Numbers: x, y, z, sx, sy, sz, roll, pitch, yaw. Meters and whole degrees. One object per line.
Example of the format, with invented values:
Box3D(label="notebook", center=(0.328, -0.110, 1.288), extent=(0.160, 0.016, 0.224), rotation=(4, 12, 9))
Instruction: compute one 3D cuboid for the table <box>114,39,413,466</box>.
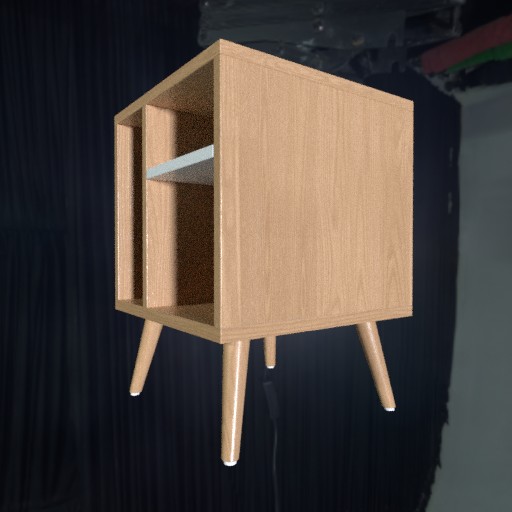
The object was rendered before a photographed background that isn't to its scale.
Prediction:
Box3D(label="table", center=(0.000, 0.000, 0.834), extent=(0.400, 0.550, 0.400), rotation=(-1, 1, -36))
